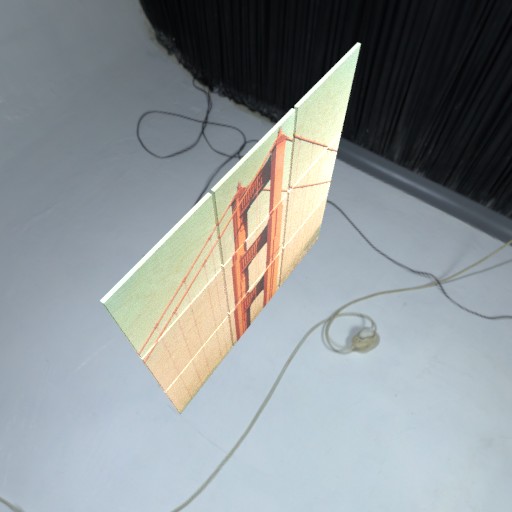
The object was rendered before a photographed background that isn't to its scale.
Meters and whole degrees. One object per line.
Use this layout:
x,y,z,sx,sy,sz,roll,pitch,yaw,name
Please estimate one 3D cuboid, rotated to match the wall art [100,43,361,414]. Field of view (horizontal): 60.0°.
0.000,0.000,1.800,0.013,1.219,1.214,32,64,18,wall art
